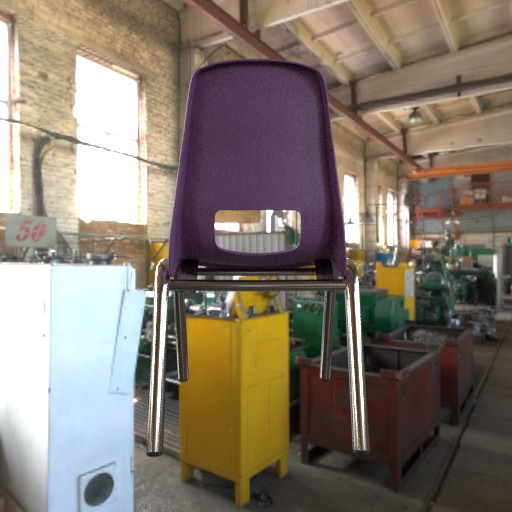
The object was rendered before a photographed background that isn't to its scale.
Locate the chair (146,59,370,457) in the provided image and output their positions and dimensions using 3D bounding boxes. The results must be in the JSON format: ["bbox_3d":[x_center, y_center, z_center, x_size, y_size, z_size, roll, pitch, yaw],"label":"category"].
[{"bbox_3d":[0.000,0.000,0.843,0.356,0.584,0.419,0,0,-1],"label":"chair"}]
